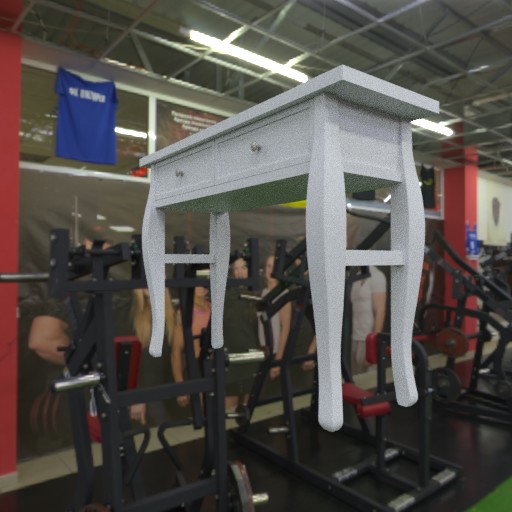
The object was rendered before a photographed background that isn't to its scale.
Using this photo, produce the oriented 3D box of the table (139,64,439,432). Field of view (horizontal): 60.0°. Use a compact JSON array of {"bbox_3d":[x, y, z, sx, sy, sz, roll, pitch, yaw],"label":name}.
[{"bbox_3d":[0.000,0.000,1.428,0.373,0.768,1.062,0,-1,-37],"label":"table"}]
